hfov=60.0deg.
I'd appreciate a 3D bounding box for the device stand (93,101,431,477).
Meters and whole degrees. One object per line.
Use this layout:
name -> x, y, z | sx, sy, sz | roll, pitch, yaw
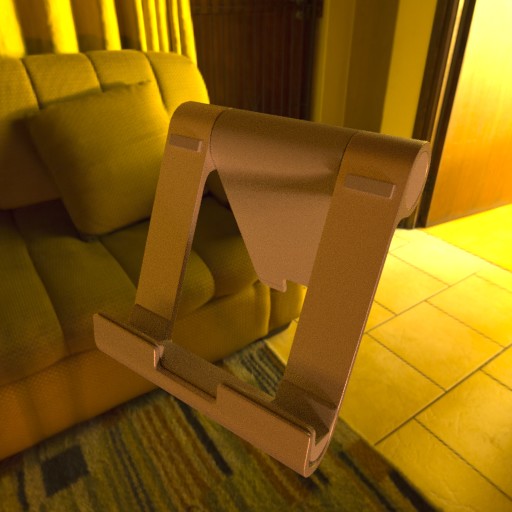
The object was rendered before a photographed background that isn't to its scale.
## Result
device stand -> 0.000, 0.000, 0.149 | 0.086, 0.084, 0.079 | 20, 37, 29
